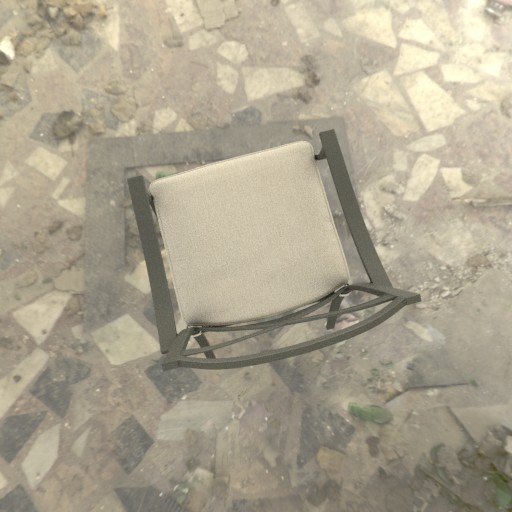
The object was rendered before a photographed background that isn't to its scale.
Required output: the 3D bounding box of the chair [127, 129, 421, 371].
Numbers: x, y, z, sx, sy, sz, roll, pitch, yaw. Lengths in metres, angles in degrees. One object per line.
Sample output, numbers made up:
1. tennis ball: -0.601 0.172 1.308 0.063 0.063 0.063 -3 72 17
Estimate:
1. chair: 0.000 0.000 1.295 0.575 0.889 0.620 -14 76 -4
